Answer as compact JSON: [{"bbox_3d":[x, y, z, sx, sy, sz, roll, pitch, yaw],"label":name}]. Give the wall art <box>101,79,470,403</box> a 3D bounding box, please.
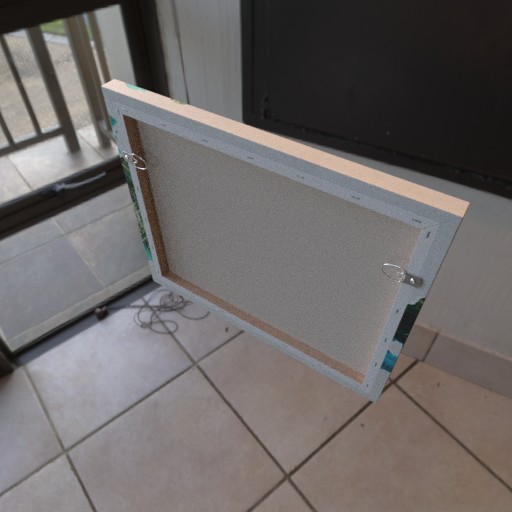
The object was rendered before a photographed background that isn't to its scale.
[{"bbox_3d":[0.000,0.000,0.984,0.711,0.610,0.043,25,52,21],"label":"wall art"}]
